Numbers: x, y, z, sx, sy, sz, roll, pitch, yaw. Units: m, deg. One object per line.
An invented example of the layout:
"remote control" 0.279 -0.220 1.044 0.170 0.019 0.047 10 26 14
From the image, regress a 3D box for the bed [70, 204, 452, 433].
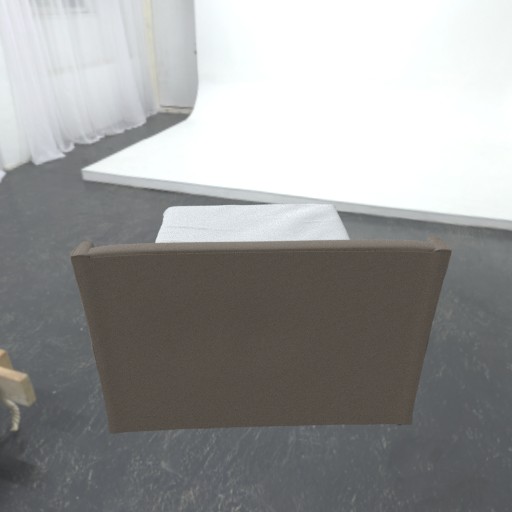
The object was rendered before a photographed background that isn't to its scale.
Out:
"bed" 0.000 0.000 3.479 1.925 1.332 2.276 -1 29 -2
